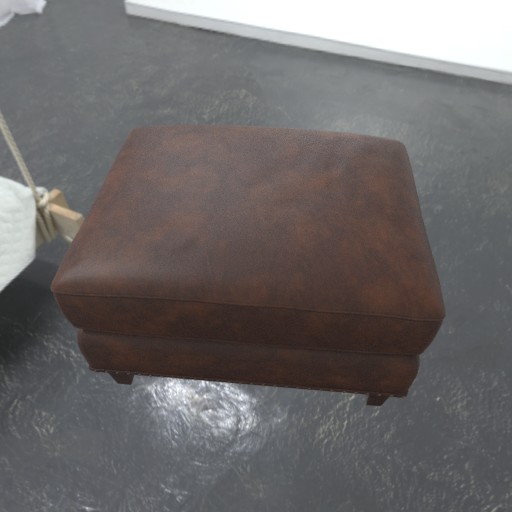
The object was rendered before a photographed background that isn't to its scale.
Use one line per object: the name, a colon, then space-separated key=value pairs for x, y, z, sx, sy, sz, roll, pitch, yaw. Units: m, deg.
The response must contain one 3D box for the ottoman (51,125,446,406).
ottoman: x=0.000 y=0.000 z=1.119 sx=0.742 sy=0.486 sz=0.586 roll=4 pitch=47 yaw=4
